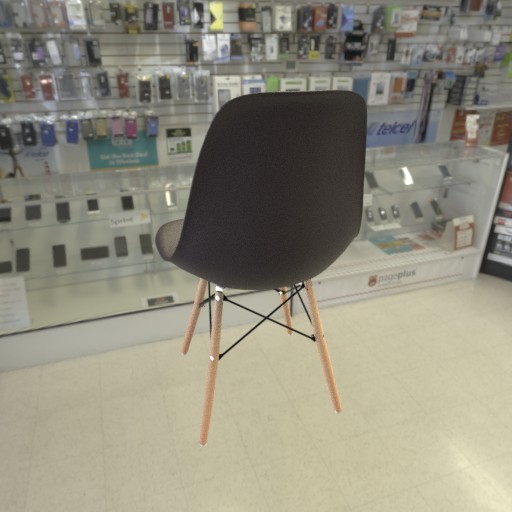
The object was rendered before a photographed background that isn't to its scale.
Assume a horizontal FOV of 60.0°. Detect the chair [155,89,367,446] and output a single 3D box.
[{"bbox_3d":[0.000,0.000,1.097,0.470,0.825,0.533,-8,28,-15],"label":"chair"}]
